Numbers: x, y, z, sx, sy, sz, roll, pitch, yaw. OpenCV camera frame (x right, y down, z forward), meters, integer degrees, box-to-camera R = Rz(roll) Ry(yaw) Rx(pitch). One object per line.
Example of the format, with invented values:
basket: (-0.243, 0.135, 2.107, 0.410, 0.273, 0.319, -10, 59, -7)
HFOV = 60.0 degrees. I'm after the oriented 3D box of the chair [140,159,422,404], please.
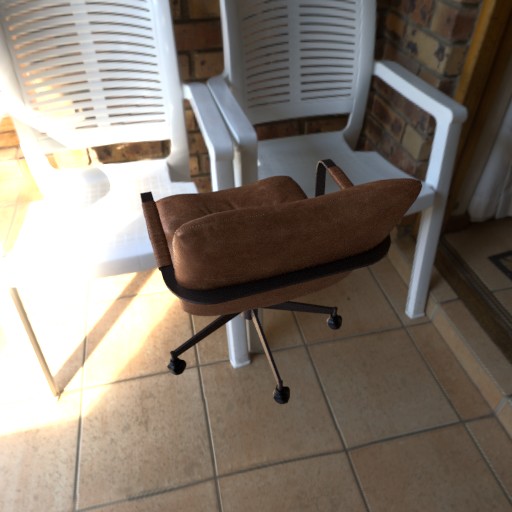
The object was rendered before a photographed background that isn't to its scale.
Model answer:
chair: (0.000, 0.000, 1.483, 0.727, 0.922, 0.754, -13, 44, -14)
